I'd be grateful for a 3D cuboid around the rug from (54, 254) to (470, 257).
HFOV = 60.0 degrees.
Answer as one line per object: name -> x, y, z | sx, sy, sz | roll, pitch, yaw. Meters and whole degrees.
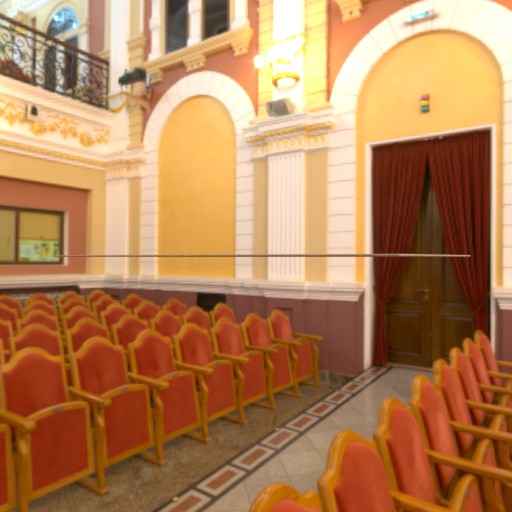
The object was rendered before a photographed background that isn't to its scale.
rug -> 0.000, 0.000, 3.046 | 2.438, 0.011, 1.524 | 0, 0, 35
